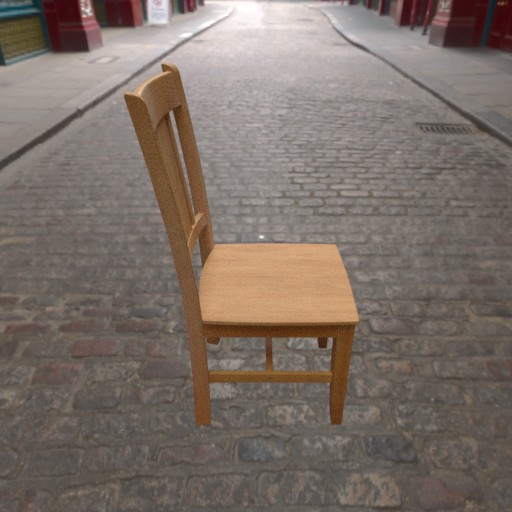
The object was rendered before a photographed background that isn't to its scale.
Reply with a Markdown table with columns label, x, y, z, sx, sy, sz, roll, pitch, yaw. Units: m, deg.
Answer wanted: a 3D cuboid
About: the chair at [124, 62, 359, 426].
| label | x | y | z | sx | sy | sz | roll | pitch | yaw |
| --- | --- | --- | --- | --- | --- | --- | --- | --- | --- |
| chair | 0.000 | 0.000 | 1.304 | 0.556 | 0.998 | 0.450 | 0 | 31 | 0 |
